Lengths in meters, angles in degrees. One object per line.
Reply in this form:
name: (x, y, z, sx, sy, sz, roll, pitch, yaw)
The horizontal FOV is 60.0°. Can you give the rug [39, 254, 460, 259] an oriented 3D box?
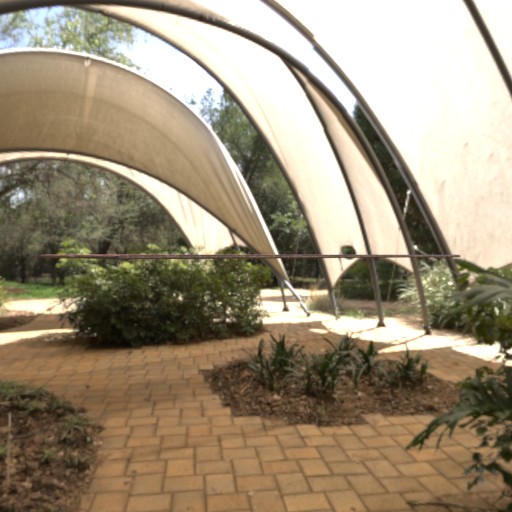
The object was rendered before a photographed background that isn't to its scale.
rug: (0.000, 0.000, 3.019, 2.449, 0.018, 1.539, 0, 0, -36)
